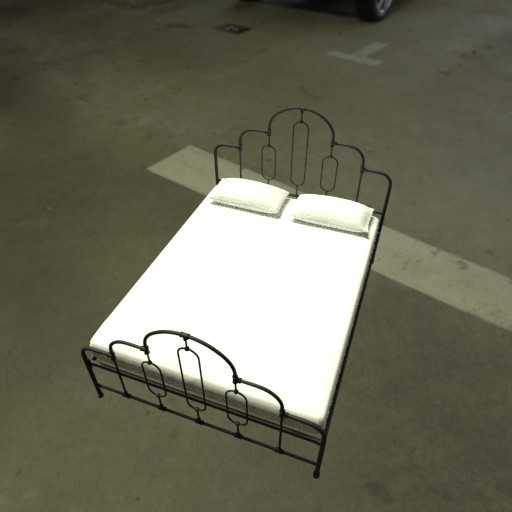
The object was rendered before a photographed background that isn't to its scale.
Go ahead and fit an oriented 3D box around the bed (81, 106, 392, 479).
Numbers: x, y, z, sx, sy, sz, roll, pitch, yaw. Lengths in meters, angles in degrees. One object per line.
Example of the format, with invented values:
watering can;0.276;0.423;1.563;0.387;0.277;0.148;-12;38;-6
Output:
bed;0.000;0.000;3.265;1.640;1.429;2.163;14;43;15
